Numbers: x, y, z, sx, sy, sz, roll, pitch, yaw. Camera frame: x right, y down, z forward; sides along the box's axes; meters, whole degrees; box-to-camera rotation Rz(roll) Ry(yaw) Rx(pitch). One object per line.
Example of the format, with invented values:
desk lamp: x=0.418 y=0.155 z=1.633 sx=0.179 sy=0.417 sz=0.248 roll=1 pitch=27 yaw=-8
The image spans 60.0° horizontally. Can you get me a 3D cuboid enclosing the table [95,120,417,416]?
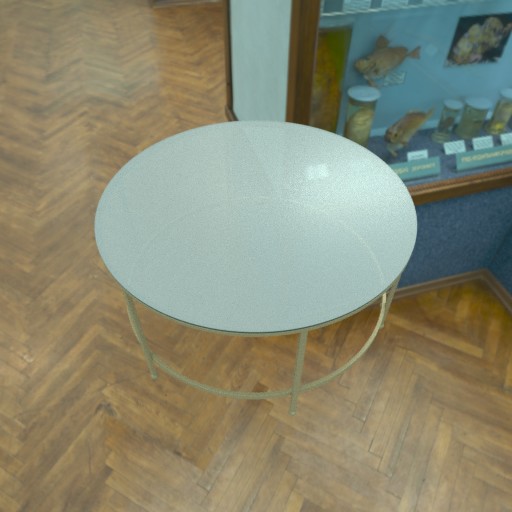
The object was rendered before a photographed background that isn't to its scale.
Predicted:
table: x=0.000 y=0.000 z=1.464 sx=0.914 sy=0.470 sz=0.914 roll=0 pitch=47 yaw=0
